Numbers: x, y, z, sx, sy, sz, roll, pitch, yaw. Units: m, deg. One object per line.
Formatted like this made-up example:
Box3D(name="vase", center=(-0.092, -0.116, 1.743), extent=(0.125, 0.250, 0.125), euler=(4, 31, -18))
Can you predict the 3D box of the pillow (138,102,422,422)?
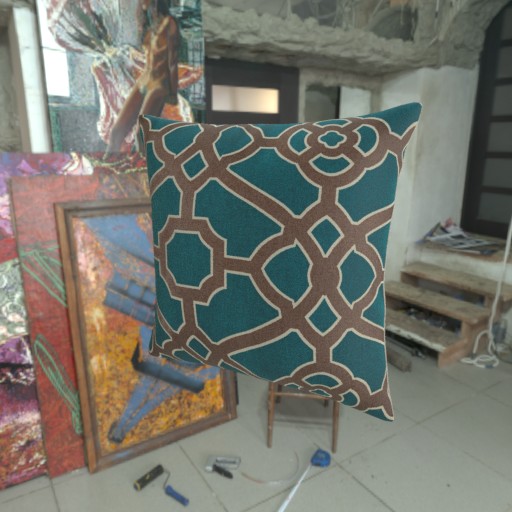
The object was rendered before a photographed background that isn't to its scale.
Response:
Box3D(name="pillow", center=(0.000, 0.000, 0.801), extent=(0.526, 0.507, 0.166), euler=(7, 16, 27))
